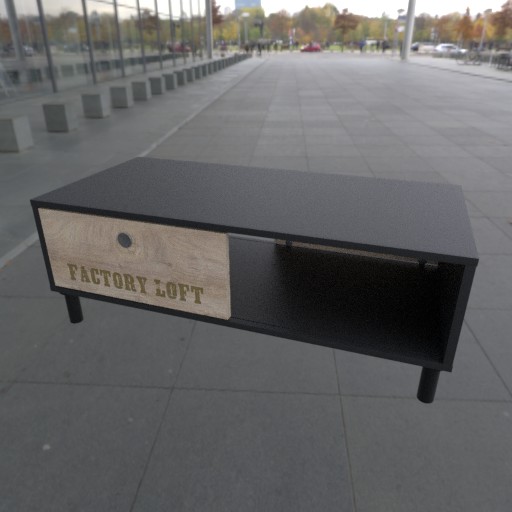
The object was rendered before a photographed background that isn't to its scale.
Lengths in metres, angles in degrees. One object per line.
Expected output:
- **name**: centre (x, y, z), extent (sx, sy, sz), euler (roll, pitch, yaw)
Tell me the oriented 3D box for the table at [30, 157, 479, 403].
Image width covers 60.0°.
- **table**: centre (0.000, 0.000, 1.334), extent (1.100, 0.400, 0.550), euler (9, 27, 17)
